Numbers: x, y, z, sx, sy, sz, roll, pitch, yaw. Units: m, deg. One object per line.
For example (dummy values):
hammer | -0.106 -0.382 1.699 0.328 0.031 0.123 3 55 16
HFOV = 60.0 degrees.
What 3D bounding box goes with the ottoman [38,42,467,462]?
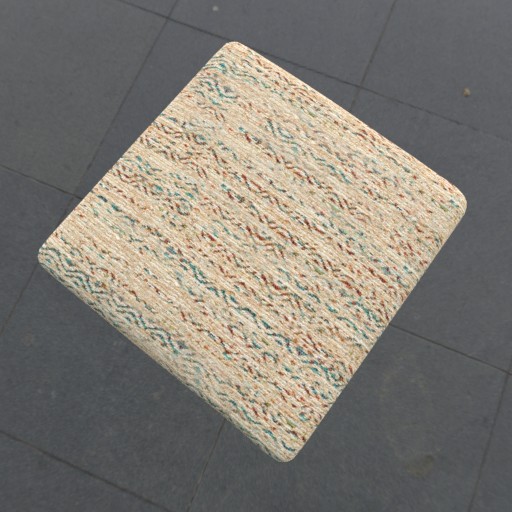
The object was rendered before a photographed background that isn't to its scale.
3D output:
ottoman | 0.000 0.000 0.889 0.512 0.453 0.521 37 79 8
